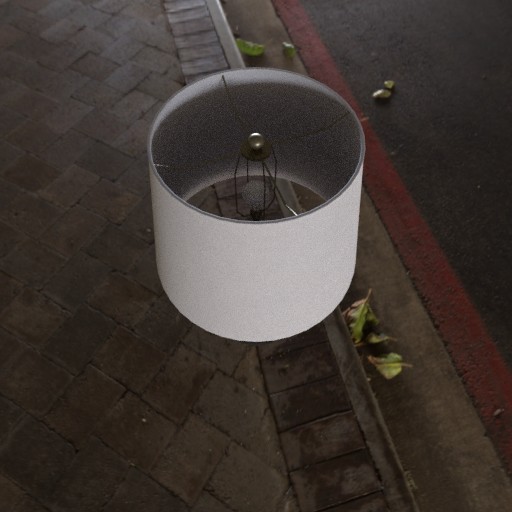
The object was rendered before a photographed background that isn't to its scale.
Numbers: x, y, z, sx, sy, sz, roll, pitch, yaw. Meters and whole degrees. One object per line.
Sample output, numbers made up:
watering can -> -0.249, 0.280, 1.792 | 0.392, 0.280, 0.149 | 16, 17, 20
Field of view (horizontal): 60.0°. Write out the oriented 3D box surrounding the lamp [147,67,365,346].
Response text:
lamp -> 0.000, 0.000, 0.554 | 0.239, 0.399, 0.239 | 0, 59, 0
